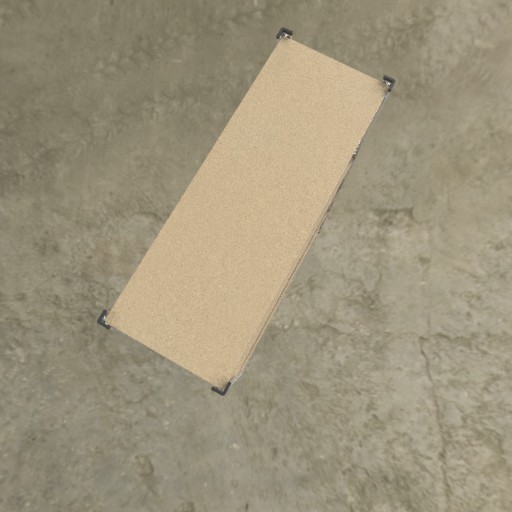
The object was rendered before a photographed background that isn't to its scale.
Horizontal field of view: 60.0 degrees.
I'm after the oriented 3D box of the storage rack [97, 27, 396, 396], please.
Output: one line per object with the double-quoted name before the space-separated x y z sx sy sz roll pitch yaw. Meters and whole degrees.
"storage rack" 0.000 0.000 2.353 0.457 1.829 1.219 28 79 6
